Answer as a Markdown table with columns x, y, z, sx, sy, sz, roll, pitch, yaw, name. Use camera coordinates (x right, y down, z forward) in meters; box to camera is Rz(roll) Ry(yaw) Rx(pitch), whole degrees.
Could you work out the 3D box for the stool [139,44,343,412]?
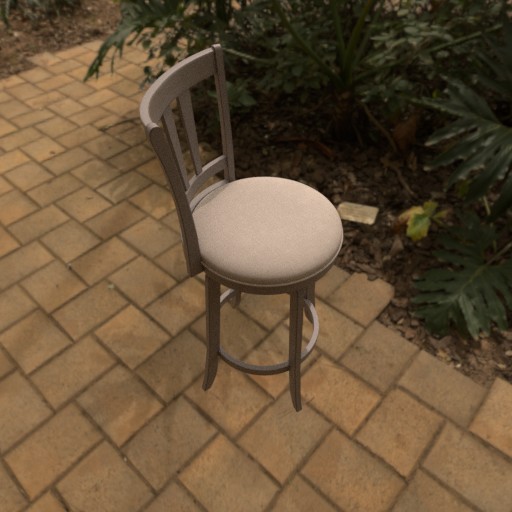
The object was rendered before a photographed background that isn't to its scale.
| x | y | z | sx | sy | sz | roll | pitch | yaw | name |
| --- | --- | --- | --- | --- | --- | --- | --- | --- | --- |
| 0.000 | 0.000 | 1.300 | 0.475 | 1.023 | 0.436 | 10 | 46 | 9 | stool |
